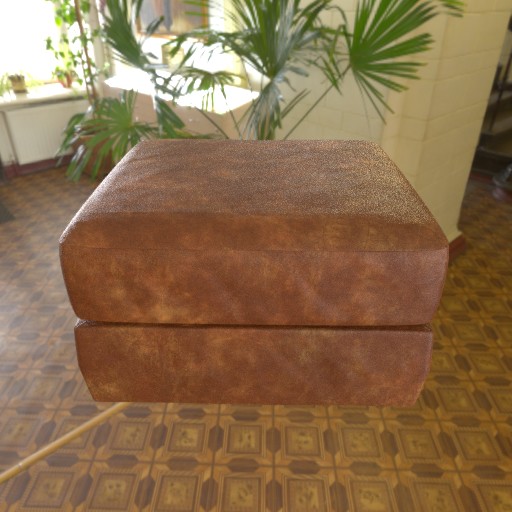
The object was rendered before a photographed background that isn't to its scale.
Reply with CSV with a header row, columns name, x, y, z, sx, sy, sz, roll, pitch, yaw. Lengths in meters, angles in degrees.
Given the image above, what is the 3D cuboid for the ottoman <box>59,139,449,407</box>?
name,x,y,z,sx,sy,sz,roll,pitch,yaw
ottoman,0.000,0.000,1.114,0.751,0.476,0.603,1,31,1
